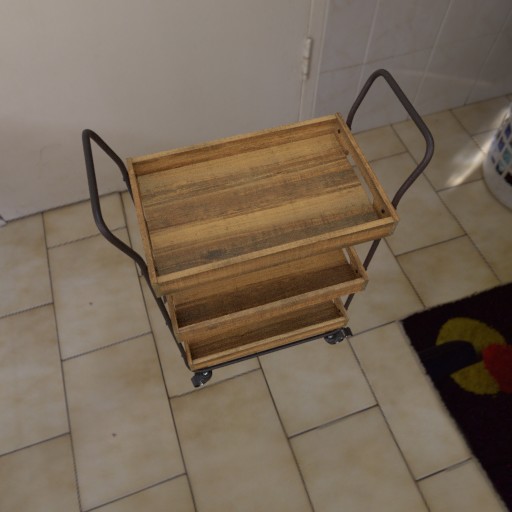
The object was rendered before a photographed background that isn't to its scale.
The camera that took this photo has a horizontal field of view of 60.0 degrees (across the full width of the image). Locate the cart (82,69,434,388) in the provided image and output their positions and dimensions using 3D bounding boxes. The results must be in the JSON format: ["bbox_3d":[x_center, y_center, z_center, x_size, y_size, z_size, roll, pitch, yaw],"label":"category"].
[{"bbox_3d":[0.000,0.000,1.136,0.583,0.857,0.339,-15,61,-8],"label":"cart"}]
